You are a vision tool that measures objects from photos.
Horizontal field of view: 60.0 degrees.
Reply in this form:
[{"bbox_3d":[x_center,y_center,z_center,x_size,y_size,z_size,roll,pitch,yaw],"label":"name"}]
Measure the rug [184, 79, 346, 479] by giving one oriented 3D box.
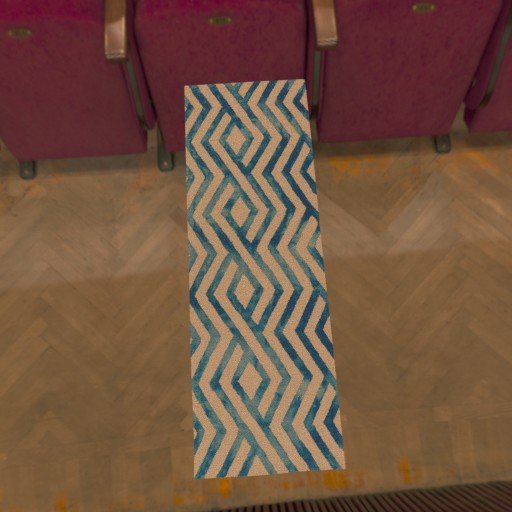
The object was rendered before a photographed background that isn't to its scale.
[{"bbox_3d":[0.000,0.000,1.650,0.503,0.007,1.492,-3,75,-1],"label":"rug"}]
